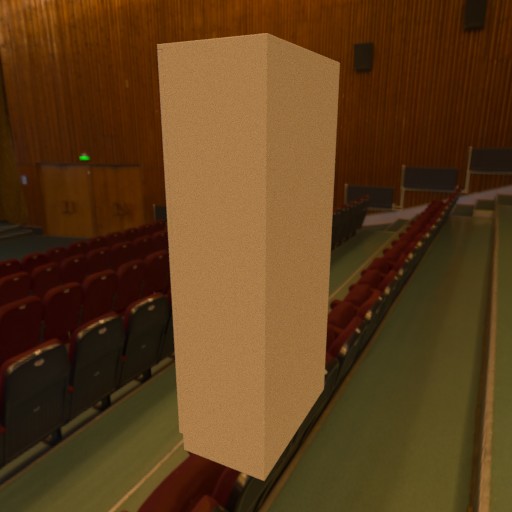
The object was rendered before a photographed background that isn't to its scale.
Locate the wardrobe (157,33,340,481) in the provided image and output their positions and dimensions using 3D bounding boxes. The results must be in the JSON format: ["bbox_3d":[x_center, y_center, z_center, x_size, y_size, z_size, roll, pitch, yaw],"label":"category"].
[{"bbox_3d":[0.000,0.000,2.040,0.470,1.700,0.760,8,18,26],"label":"wardrobe"}]
